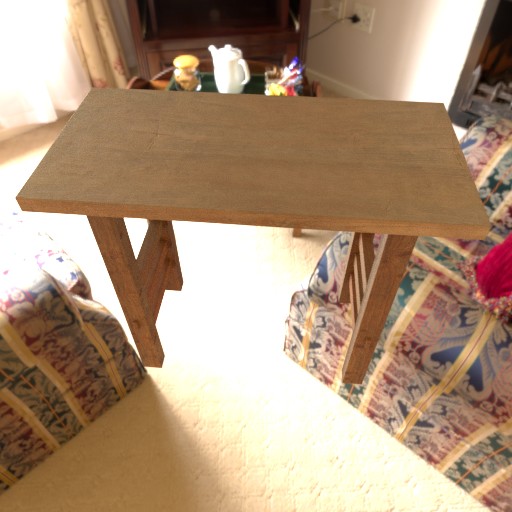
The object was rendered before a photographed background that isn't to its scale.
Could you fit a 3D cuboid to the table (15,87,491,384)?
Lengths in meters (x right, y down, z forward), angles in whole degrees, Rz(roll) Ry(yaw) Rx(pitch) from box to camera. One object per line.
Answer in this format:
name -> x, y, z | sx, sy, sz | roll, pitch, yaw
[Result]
table -> 0.000, 0.000, 1.558 | 1.119, 0.914, 0.556 | 4, 48, 3
